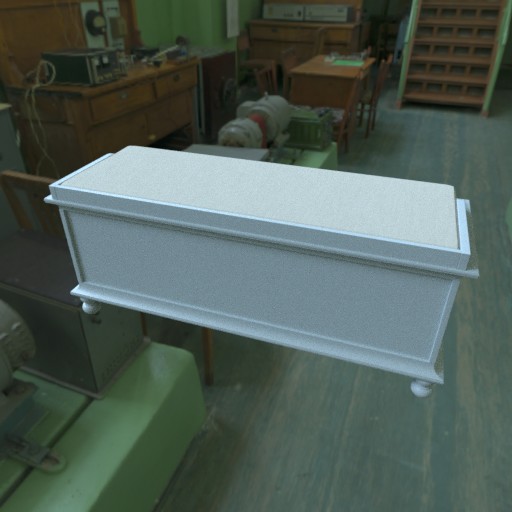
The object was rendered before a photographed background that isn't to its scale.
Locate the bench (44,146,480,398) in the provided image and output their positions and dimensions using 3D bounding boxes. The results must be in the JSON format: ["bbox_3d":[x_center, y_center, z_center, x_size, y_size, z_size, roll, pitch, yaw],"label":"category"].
[{"bbox_3d":[0.000,0.000,1.406,1.185,0.486,0.402,11,34,16],"label":"bench"}]
